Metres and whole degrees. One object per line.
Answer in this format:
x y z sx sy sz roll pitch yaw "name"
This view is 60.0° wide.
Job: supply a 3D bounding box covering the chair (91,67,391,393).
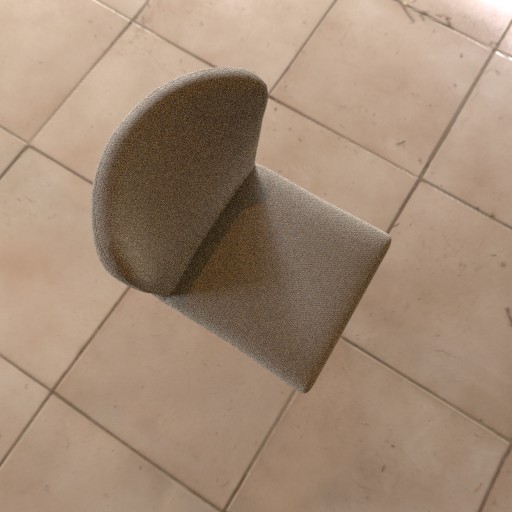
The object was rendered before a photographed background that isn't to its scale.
0.000 0.000 1.180 0.589 0.839 0.491 30 78 7 "chair"
